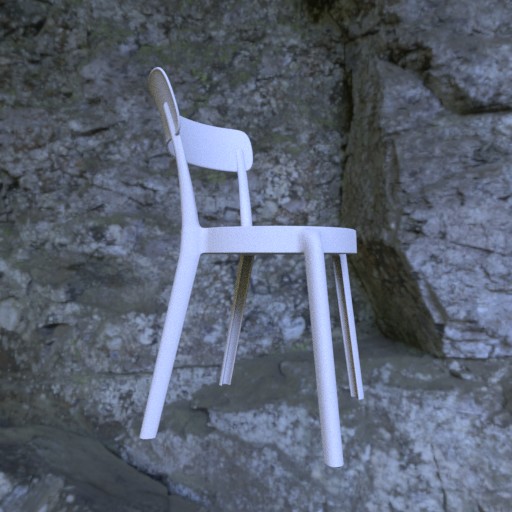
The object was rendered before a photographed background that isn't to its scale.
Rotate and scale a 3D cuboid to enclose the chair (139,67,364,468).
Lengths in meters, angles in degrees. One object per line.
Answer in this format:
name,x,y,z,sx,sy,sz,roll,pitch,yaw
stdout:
chair,0.000,0.000,1.110,0.491,0.790,0.506,0,0,19
